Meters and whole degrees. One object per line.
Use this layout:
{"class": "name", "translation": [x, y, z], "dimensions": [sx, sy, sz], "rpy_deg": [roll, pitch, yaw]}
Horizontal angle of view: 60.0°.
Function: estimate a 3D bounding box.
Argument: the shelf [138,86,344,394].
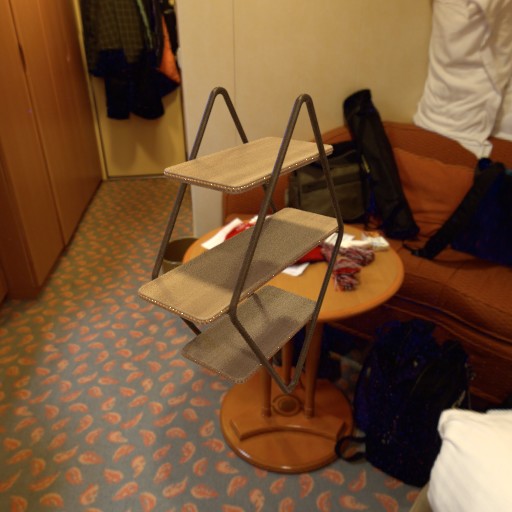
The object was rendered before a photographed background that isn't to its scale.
{"class": "shelf", "translation": [0.000, 0.000, 1.099], "dimensions": [0.234, 0.774, 0.609], "rpy_deg": [18, 32, 31]}
